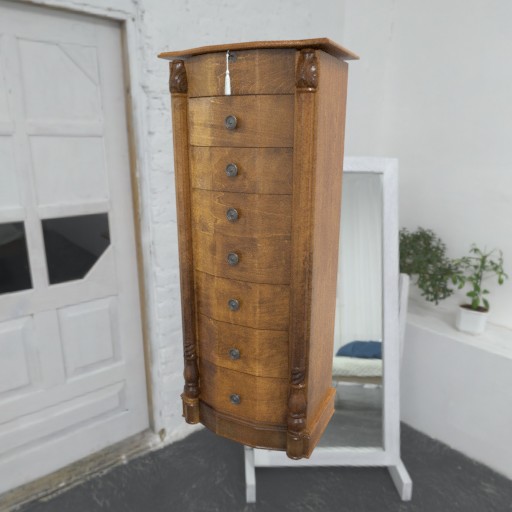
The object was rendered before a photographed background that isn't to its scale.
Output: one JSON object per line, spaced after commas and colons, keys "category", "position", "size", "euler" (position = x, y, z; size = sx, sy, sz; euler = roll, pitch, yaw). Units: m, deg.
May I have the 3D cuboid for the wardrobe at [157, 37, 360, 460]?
{"category": "wardrobe", "position": [0.000, 0.000, 1.136], "size": [0.406, 0.959, 0.273], "euler": [8, 18, 25]}
